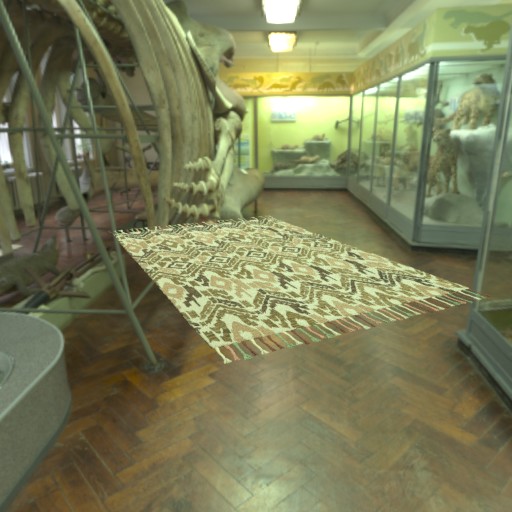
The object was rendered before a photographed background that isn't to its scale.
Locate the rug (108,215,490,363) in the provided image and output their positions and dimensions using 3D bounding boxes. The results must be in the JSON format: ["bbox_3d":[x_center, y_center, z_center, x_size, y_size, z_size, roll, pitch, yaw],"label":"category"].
[{"bbox_3d":[0.000,0.000,2.974,1.524,0.008,2.438,-8,18,-26],"label":"rug"}]
